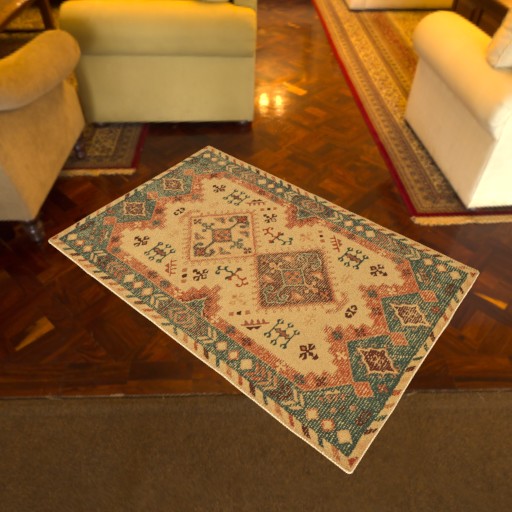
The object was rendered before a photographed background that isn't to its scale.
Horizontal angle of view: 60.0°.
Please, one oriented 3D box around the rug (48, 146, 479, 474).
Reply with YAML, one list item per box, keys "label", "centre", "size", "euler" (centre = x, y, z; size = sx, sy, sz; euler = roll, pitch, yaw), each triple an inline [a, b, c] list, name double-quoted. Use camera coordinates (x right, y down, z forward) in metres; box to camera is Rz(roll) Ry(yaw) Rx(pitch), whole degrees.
- label: "rug"
  centre: [0.000, 0.000, 2.245]
  size: [1.840, 0.015, 1.225]
  euler: [30, 52, 27]
